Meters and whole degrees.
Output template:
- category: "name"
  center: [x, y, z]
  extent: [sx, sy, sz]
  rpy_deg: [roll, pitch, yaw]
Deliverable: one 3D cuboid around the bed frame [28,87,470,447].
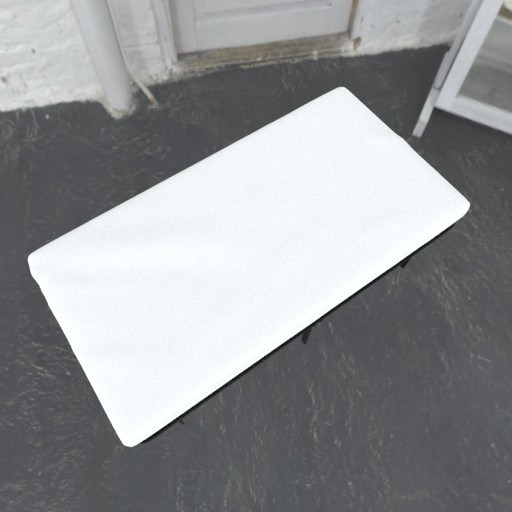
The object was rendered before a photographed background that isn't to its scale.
- category: "bed frame"
  center: [0.000, 0.000, 2.312]
  extent: [1.903, 0.619, 0.989]
  rpy_deg: [-32, 68, -15]
